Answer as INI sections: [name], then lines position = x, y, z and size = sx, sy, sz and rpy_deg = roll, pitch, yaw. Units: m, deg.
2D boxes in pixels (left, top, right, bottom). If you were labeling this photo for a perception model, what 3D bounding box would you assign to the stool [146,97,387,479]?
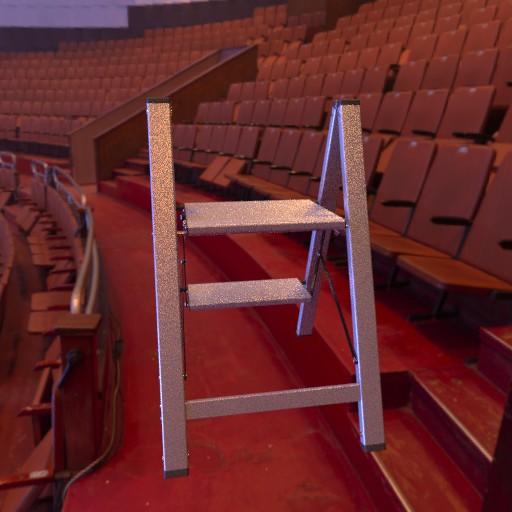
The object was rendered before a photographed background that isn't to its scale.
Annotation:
[stool]
position = 0.000, 0.000, 1.001
size = 0.440, 0.670, 0.535
rpy_deg = -3, 17, -10
